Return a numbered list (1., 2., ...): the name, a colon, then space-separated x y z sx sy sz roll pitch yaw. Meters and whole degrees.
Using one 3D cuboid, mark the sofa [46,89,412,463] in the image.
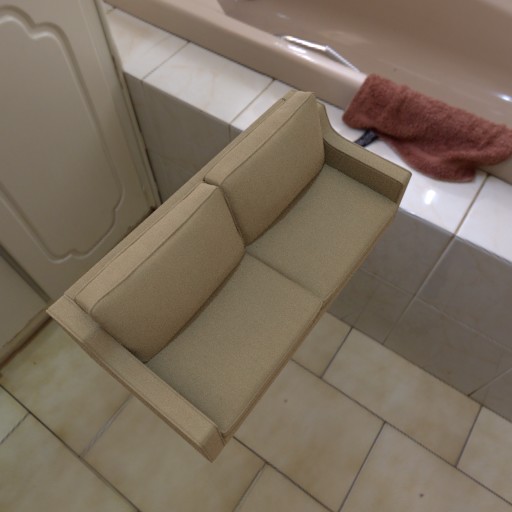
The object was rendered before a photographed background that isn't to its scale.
1. sofa: 0.000 0.000 2.844 1.066 1.071 2.178 33 64 19
